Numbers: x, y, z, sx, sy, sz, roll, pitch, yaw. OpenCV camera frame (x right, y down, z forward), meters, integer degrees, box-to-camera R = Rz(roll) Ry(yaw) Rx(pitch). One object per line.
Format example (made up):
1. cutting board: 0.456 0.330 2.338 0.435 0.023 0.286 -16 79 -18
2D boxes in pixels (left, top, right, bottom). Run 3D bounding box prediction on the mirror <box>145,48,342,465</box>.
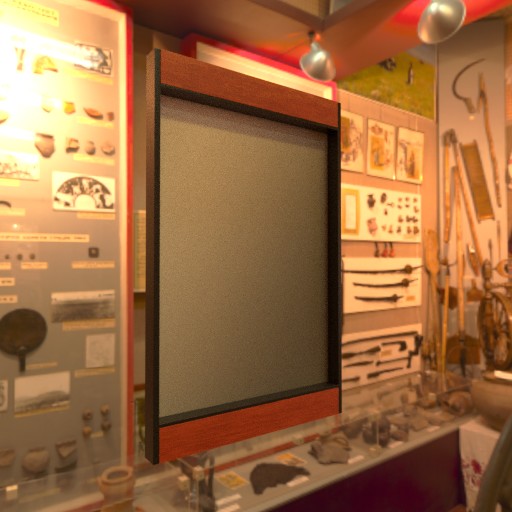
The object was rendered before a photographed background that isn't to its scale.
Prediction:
1. mirror: 0.000 0.000 1.043 0.525 0.823 0.047 1 -1 -35
